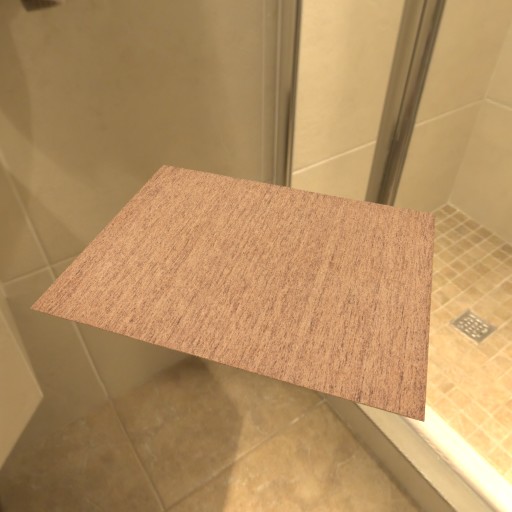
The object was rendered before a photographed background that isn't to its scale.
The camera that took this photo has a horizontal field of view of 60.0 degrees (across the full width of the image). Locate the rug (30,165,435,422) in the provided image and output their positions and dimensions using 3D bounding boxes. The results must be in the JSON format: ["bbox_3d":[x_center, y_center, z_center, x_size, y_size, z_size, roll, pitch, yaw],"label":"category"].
[{"bbox_3d":[0.000,0.000,4.223,3.205,0.013,2.448,13,44,13],"label":"rug"}]
